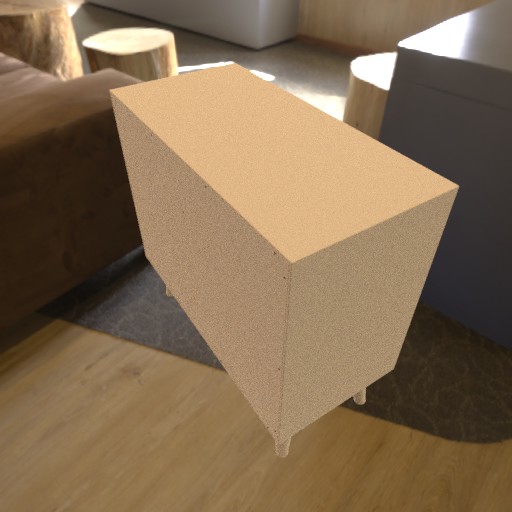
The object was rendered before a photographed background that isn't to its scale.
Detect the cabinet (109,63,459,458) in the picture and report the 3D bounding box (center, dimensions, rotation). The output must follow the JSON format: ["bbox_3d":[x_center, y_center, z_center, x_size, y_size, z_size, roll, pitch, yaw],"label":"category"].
[{"bbox_3d":[0.000,0.000,1.244,0.398,0.761,0.800,-24,47,-24],"label":"cabinet"}]
